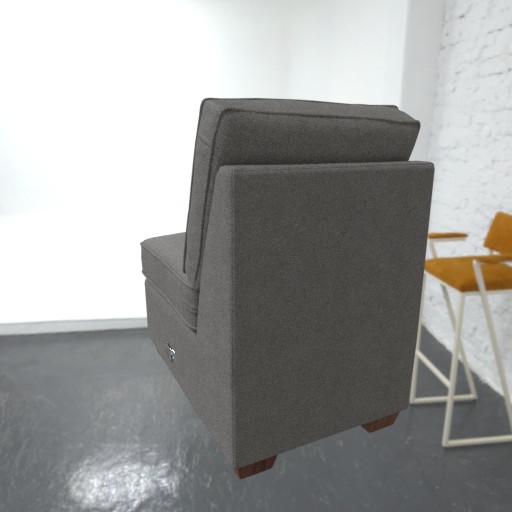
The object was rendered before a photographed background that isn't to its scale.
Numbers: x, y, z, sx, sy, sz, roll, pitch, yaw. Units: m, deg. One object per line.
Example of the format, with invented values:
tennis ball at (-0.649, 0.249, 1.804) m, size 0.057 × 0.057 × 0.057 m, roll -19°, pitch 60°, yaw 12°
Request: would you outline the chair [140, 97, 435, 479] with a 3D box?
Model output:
chair at (0.000, 0.000, 1.532) m, size 0.621 × 0.970 × 0.938 m, roll -7°, pitch 16°, yaw -26°
